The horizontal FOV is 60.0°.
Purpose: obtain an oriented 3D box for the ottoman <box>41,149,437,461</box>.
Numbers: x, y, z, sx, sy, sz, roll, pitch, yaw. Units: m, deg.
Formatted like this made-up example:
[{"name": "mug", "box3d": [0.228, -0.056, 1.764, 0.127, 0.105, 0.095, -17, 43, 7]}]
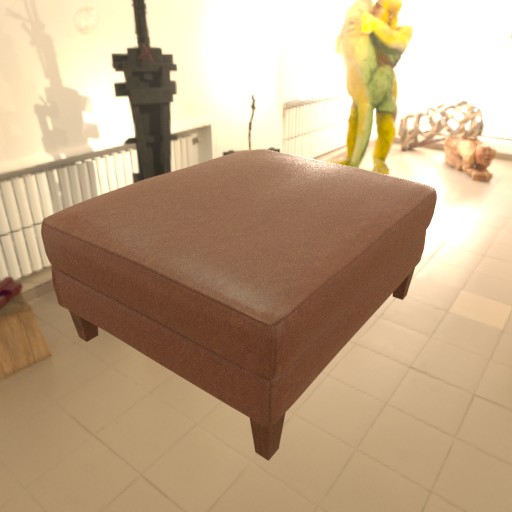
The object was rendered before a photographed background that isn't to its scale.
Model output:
[{"name": "ottoman", "box3d": [0.000, 0.000, 1.444, 0.836, 0.472, 0.987, 19, 34, 32]}]
